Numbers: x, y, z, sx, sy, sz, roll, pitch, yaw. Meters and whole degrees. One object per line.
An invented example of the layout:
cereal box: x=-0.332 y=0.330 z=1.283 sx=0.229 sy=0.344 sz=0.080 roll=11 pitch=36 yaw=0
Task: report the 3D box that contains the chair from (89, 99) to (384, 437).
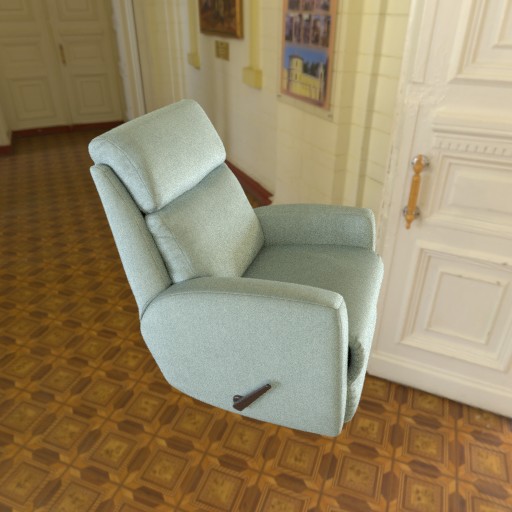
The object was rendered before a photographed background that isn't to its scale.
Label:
chair: x=0.000 y=0.000 z=1.689 sx=0.940 sy=1.013 sz=0.812 roll=11 pitch=32 yaw=17
